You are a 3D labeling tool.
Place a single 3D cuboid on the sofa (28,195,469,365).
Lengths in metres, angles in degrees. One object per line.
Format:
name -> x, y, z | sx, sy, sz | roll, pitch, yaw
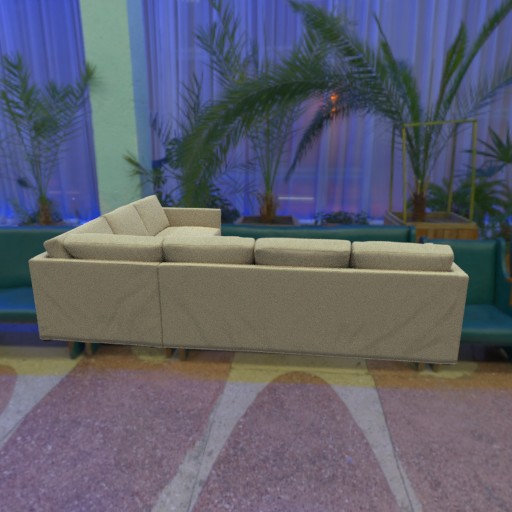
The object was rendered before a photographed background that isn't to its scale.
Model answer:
sofa -> 0.000, 0.000, 4.357 | 3.182, 0.871, 2.432 | 2, 16, 7
